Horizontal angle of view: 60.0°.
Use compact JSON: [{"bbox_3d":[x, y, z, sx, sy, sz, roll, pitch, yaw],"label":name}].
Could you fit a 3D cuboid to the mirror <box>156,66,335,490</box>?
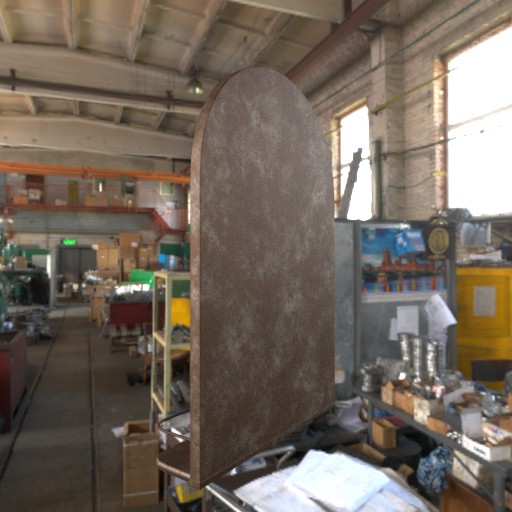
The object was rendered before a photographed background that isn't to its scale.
[{"bbox_3d":[0.000,0.000,0.975,0.137,0.770,0.510,0,0,36],"label":"mirror"}]
